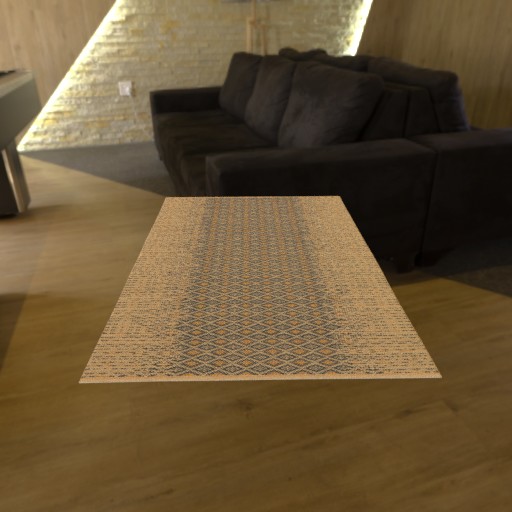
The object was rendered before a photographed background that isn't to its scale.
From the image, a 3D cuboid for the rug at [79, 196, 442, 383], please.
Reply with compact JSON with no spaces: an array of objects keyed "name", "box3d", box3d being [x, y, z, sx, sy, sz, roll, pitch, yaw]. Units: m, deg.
[{"name":"rug","box3d":[0.000,0.000,2.300,1.219,0.005,1.828,-1,27,-1]}]
